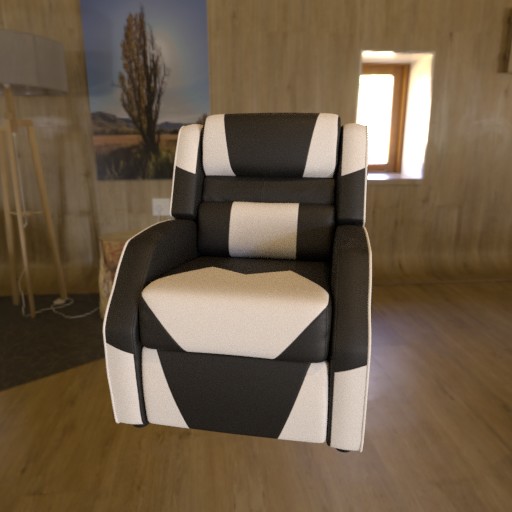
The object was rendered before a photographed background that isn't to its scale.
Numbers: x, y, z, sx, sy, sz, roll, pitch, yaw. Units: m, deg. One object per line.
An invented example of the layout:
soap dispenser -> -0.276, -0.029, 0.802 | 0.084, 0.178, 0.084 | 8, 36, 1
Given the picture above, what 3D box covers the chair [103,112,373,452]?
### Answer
chair -> 0.000, 0.000, 1.259 | 0.620, 0.805, 0.672 | 3, 15, 10
